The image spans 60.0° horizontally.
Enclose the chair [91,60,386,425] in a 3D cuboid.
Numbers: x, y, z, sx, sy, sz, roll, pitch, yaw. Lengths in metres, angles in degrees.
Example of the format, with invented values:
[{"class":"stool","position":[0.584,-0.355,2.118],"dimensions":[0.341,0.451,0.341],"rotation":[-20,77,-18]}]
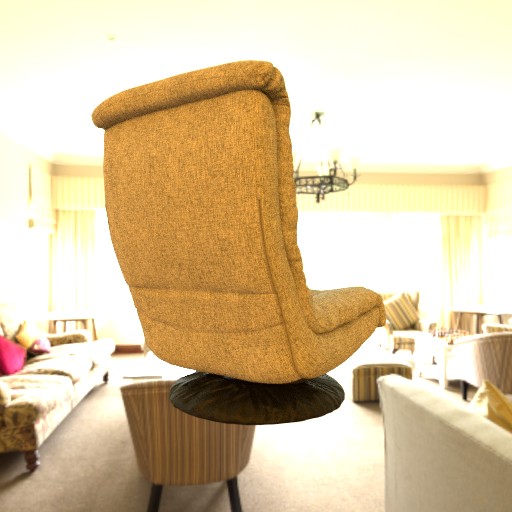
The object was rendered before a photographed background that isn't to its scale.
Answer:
[{"class":"chair","position":[0.000,0.000,0.952],"dimensions":[0.400,0.600,0.583],"rotation":[0,0,34]}]
